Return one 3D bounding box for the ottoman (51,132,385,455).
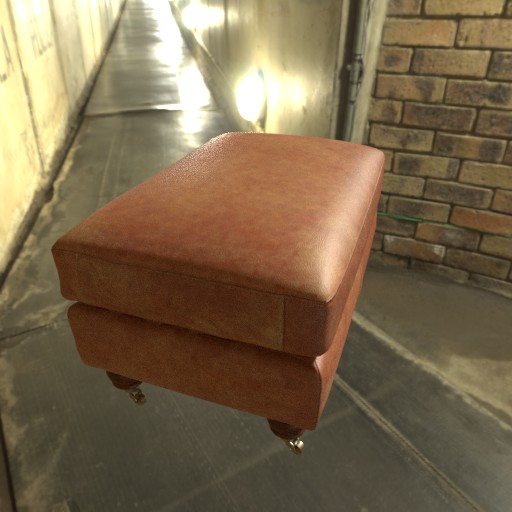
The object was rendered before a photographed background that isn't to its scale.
[{"bbox_3d":[0.000,0.000,1.176,0.565,0.507,0.852,10,32,17],"label":"ottoman"}]
